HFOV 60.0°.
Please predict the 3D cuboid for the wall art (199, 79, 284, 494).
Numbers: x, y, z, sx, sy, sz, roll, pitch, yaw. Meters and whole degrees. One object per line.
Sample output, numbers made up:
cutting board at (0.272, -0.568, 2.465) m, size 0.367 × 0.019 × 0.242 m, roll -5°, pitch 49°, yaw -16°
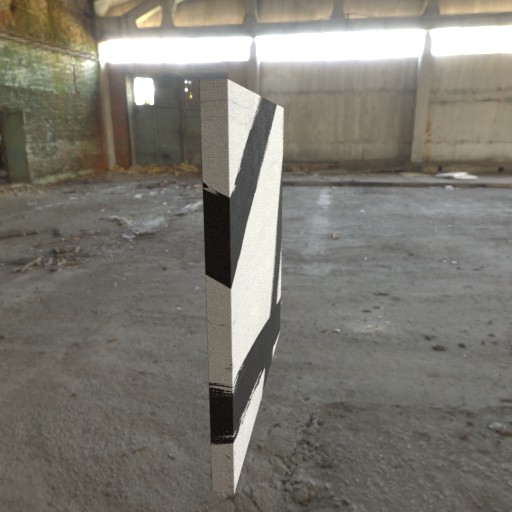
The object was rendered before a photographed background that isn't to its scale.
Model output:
wall art at (0.000, 0.000, 1.139) m, size 0.046 × 0.765 × 0.765 m, roll 3°, pitch 16°, yaw 9°
